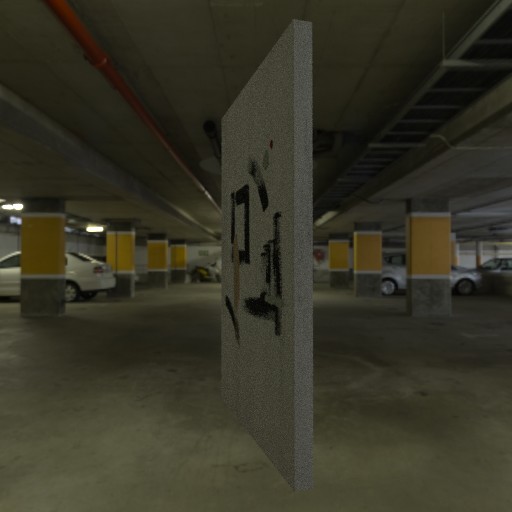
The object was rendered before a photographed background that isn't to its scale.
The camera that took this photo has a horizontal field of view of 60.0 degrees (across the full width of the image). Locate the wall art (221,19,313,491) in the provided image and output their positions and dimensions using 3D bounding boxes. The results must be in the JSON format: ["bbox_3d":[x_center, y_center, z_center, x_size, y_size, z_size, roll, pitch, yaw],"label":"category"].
[{"bbox_3d":[0.000,0.000,1.160,0.043,0.914,0.624,0,-1,-17],"label":"wall art"}]
